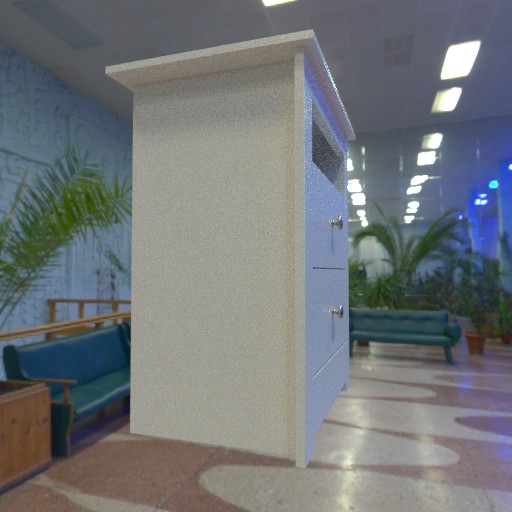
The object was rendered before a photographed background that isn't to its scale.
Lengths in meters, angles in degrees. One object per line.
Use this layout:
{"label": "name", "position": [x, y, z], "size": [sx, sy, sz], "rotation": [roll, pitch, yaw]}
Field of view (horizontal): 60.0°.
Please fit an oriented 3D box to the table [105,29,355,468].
{"label": "table", "position": [0.000, 0.000, 1.049], "size": [0.406, 0.711, 0.589], "rotation": [-1, -2, 19]}
